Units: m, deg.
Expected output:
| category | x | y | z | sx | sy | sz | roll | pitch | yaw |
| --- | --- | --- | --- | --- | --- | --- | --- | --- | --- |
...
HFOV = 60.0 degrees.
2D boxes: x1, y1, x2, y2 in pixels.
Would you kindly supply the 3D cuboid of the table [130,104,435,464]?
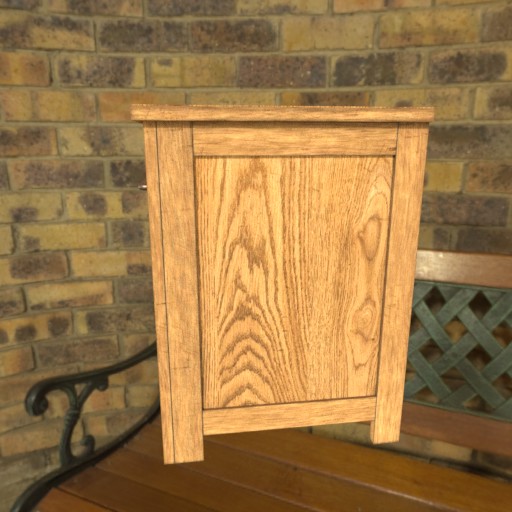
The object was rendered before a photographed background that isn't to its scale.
| category | x | y | z | sx | sy | sz | roll | pitch | yaw |
| --- | --- | --- | --- | --- | --- | --- | --- | --- | --- |
| table | 0.000 | 0.000 | 1.034 | 0.494 | 0.625 | 0.601 | -2 | 15 | -8 |
